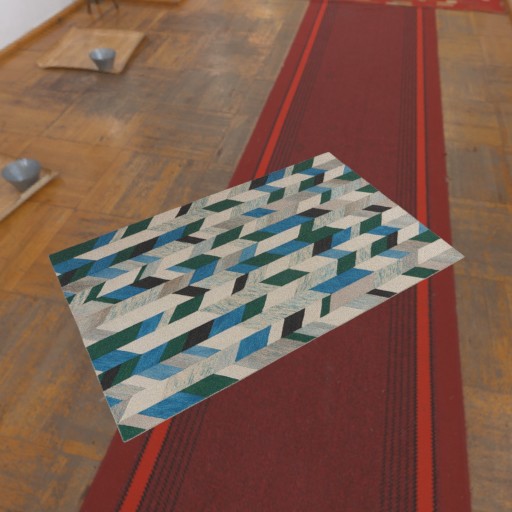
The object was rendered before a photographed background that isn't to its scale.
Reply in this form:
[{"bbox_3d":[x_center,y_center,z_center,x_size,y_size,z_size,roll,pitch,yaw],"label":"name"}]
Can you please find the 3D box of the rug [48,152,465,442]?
[{"bbox_3d":[0.000,0.000,3.039,2.433,0.007,1.507,-24,51,-21],"label":"rug"}]
